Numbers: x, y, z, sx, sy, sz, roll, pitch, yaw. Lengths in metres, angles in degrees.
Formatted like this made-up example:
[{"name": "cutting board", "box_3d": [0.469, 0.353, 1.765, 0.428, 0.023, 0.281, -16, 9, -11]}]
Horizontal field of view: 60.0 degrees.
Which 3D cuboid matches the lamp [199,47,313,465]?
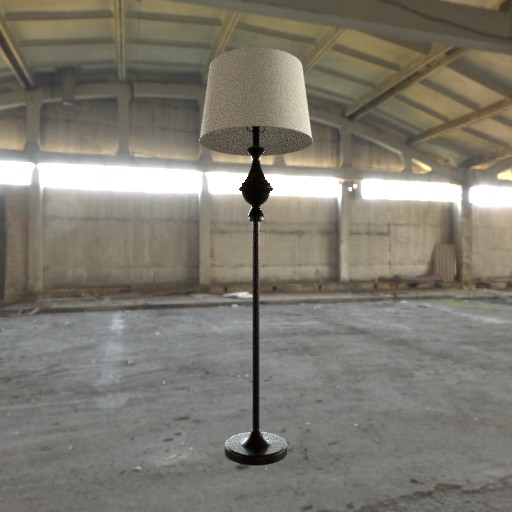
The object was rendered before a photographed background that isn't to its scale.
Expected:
[{"name": "lamp", "box_3d": [0.000, 0.000, 1.692, 0.431, 1.484, 0.431, 0, 0, 0]}]
